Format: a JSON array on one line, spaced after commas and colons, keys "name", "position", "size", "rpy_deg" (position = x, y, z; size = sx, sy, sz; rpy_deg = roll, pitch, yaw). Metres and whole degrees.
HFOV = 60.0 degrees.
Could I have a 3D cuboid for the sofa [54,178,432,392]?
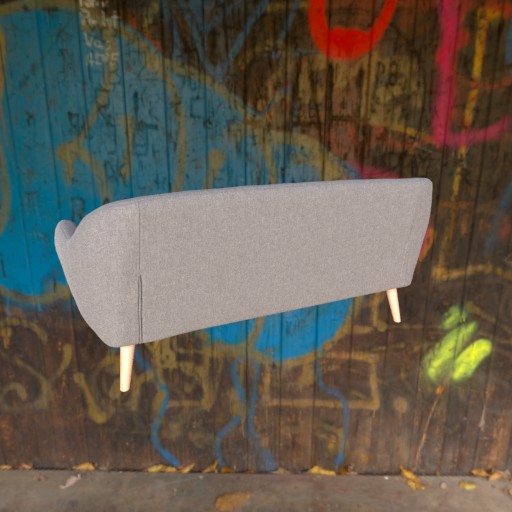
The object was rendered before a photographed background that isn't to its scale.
[{"name": "sofa", "position": [0.000, 0.000, 2.273], "size": [1.840, 0.820, 0.820], "rpy_deg": [-8, 18, -26]}]
